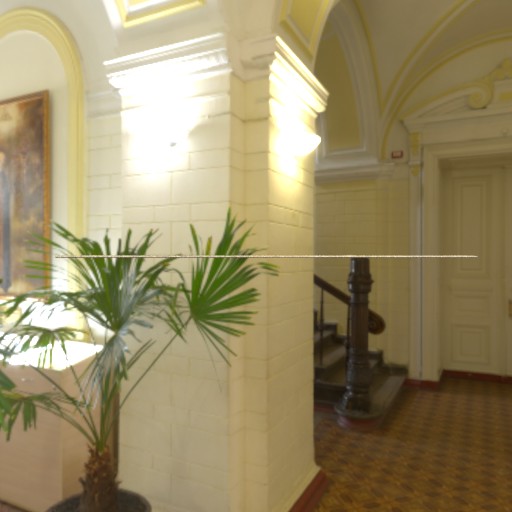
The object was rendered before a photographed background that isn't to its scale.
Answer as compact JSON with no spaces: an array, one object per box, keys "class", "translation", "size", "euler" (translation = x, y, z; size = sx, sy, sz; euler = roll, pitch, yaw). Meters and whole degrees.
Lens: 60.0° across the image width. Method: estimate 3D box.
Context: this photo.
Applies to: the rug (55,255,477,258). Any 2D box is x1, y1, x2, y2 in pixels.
[{"class":"rug","translation":[0.000,0.000,3.143],"size":[2.447,0.021,1.527],"euler":[0,0,-18]}]
